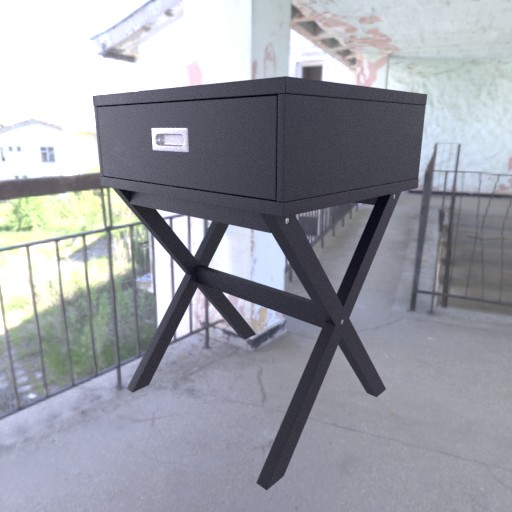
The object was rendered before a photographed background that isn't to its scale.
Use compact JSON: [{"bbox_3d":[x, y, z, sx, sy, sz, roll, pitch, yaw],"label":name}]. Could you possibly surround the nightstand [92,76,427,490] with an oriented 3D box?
[{"bbox_3d":[0.000,0.000,0.910,0.479,0.623,0.402,15,22,41],"label":"nightstand"}]
